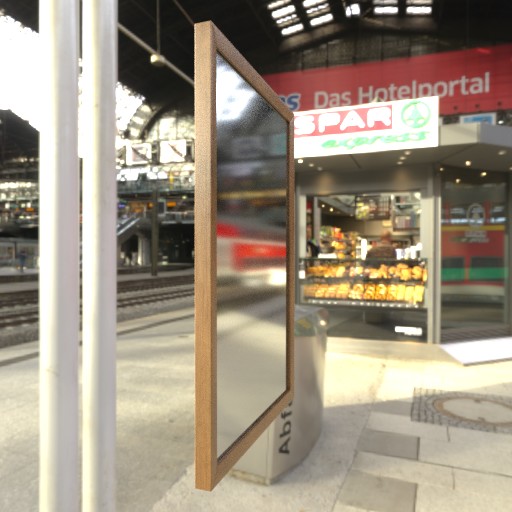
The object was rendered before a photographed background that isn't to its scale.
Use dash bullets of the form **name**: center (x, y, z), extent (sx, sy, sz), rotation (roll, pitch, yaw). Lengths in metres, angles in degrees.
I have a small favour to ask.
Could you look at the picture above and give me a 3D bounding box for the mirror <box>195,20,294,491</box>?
- **mirror**: center (0.000, 0.000, 1.153), extent (0.040, 0.915, 0.609), rotation (0, 0, 20)
